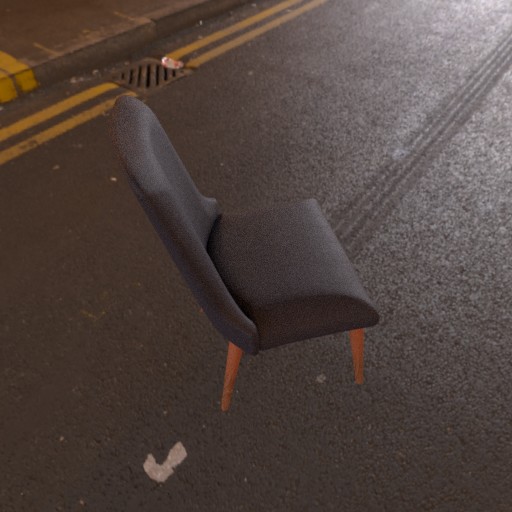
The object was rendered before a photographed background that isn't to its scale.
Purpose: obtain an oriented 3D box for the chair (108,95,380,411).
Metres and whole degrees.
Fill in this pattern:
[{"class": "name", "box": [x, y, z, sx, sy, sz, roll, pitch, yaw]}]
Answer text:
[{"class": "chair", "box": [0.000, 0.000, 1.163, 0.567, 0.820, 0.504, -10, 47, -10]}]
